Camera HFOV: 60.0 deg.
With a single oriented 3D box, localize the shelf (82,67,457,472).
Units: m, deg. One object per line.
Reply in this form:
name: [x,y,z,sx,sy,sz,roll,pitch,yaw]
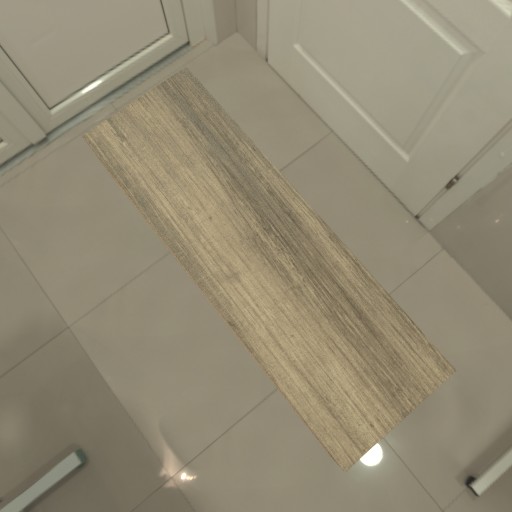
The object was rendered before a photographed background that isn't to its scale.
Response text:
shelf: [0.000,0.000,0.698,0.200,0.125,0.610,-38,78,-9]
